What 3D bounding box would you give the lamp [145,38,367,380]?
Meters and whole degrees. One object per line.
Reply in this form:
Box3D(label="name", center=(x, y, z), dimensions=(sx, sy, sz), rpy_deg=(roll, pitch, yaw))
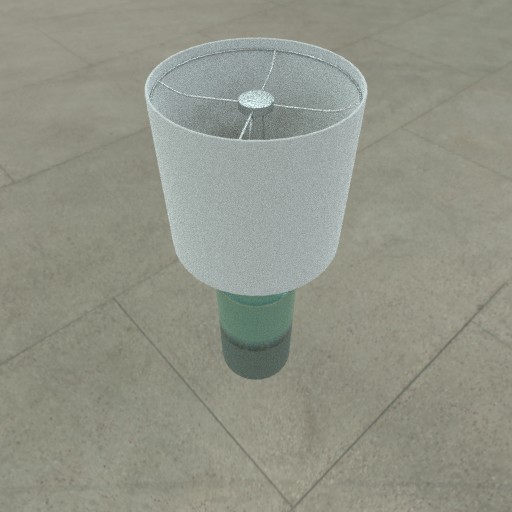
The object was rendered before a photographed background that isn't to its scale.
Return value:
Box3D(label="lamp", center=(0.000, 0.000, 0.606), dimensions=(0.212, 0.493, 0.212), rpy_deg=(9, 48, 9))
